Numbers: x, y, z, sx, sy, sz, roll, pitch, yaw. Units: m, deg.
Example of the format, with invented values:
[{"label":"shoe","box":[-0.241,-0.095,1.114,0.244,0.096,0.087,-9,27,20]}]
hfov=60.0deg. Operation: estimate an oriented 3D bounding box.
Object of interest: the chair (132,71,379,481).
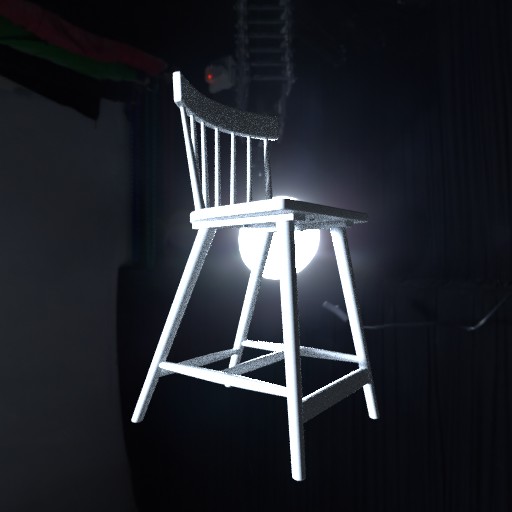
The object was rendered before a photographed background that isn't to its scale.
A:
[{"label":"chair","box":[0.000,0.000,1.282,0.572,0.952,0.483,0,0,36]}]
